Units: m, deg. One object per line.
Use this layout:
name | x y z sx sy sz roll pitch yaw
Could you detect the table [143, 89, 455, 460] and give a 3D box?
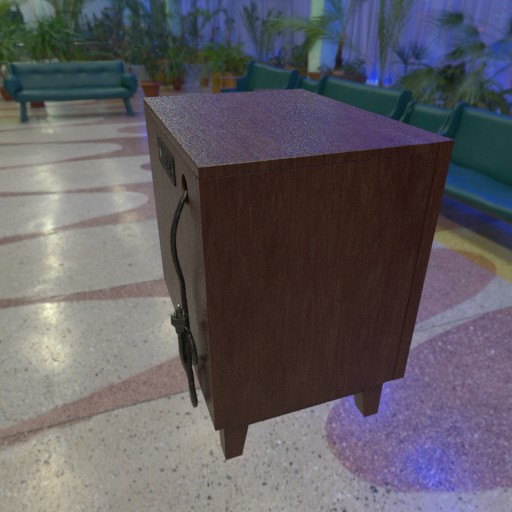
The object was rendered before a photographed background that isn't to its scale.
table | 0.000 0.000 0.989 0.449 0.609 0.557 -10 30 -17
